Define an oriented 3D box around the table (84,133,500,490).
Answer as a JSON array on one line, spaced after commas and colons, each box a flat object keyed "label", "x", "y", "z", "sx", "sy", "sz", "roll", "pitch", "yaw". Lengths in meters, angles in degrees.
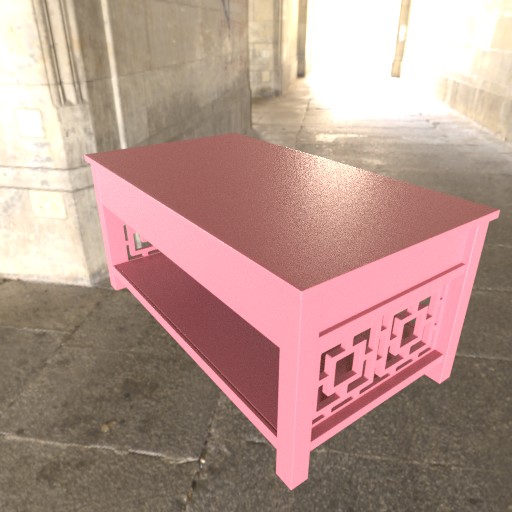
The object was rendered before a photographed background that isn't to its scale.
[{"label": "table", "x": 0.000, "y": 0.000, "z": 1.342, "sx": 0.612, "sy": 0.493, "sz": 1.068, "roll": -18, "pitch": 32, "yaw": -32}]
